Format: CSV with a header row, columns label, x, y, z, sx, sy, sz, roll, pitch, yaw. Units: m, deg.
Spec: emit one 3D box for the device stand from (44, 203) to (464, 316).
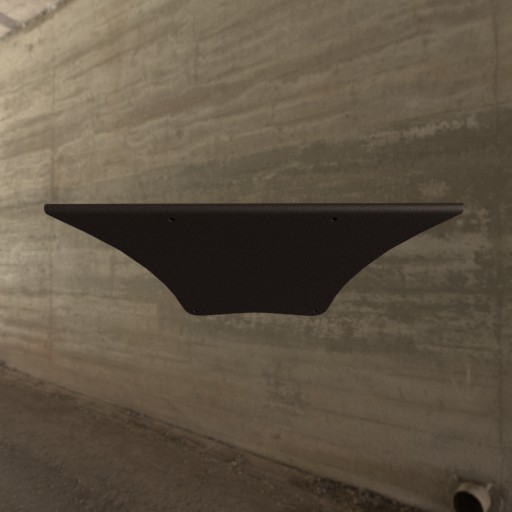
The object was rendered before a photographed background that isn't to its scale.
label,x,y,z,sx,sy,sz,roll,pitch,yaw
device stand,0.000,0.000,0.354,0.230,0.092,0.230,0,-2,1
